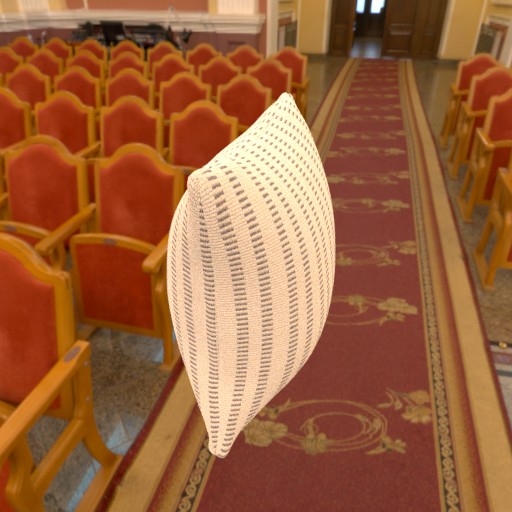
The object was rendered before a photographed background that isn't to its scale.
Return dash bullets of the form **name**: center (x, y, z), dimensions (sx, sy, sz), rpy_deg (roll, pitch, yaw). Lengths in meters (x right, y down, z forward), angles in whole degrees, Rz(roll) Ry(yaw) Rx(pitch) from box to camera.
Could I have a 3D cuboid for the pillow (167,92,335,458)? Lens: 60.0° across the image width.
- **pillow**: center (0.000, 0.000, 0.697), dimensions (0.247, 0.419, 0.438), rpy_deg (8, 31, 13)
